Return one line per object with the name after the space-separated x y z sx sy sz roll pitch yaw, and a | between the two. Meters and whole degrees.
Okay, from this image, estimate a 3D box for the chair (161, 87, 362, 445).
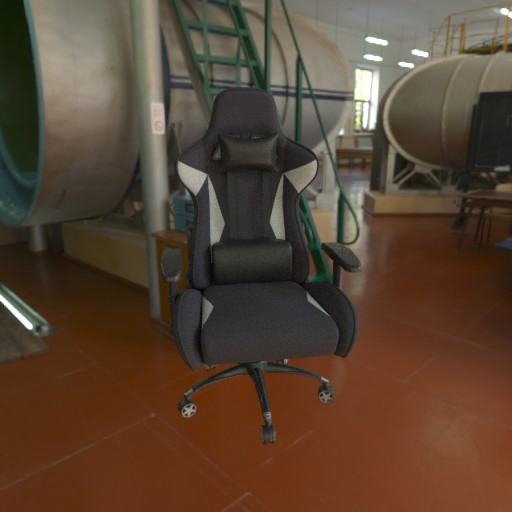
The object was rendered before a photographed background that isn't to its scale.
0.000 0.000 1.753 0.730 1.300 0.695 -3 16 -9 | chair
